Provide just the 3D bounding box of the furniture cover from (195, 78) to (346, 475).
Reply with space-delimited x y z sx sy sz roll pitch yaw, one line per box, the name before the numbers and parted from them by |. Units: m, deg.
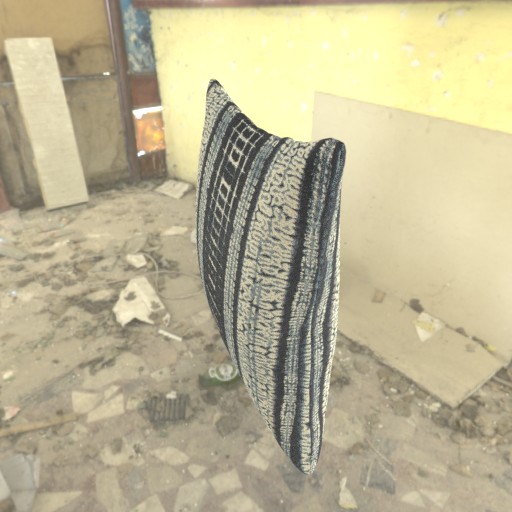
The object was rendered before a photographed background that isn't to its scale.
furniture cover | 0.000 0.000 0.644 0.133 0.435 0.425 -10 30 -17
